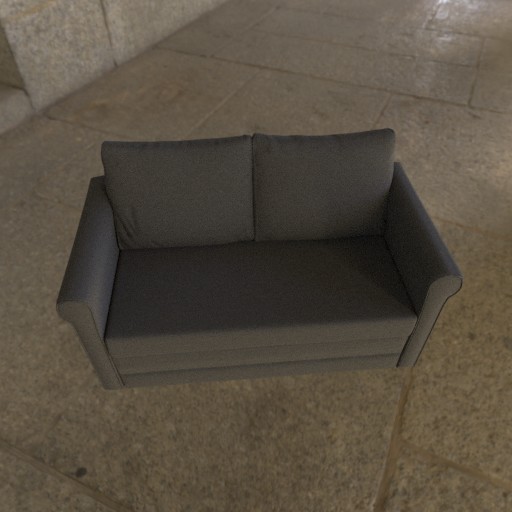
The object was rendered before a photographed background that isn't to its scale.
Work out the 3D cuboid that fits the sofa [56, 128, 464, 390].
[{"bbox_3d":[0.000,0.000,1.932,1.460,0.872,0.741,-3,46,-3],"label":"sofa"}]
